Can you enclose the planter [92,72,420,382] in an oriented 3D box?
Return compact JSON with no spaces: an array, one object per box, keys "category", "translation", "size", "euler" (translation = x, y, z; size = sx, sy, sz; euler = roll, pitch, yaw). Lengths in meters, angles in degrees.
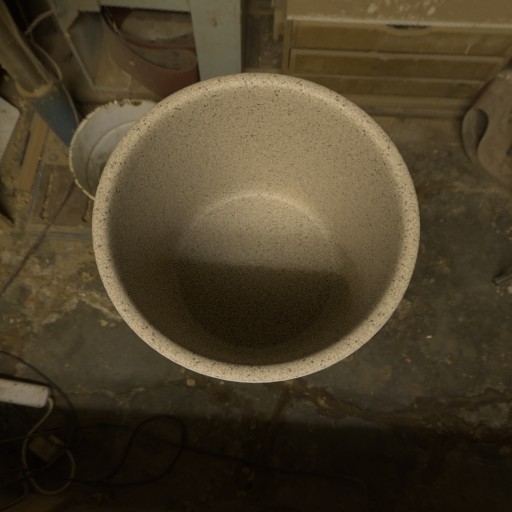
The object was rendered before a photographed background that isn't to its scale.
[{"category":"planter","translation":[0.000,0.000,0.420],"size":[0.228,0.235,0.228],"euler":[0,75,0]}]
